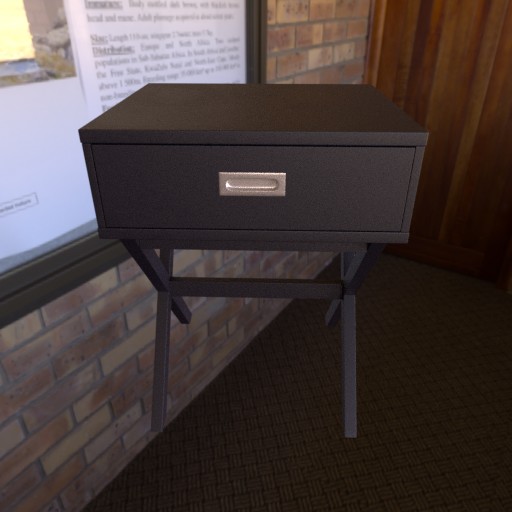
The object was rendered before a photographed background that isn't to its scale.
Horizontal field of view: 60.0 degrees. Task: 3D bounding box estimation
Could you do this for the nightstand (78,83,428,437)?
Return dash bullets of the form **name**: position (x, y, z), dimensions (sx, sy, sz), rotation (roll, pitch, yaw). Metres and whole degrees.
- **nightstand**: position (0.000, 0.000, 0.932), dimensions (0.479, 0.623, 0.402), rotation (1, 30, 2)
